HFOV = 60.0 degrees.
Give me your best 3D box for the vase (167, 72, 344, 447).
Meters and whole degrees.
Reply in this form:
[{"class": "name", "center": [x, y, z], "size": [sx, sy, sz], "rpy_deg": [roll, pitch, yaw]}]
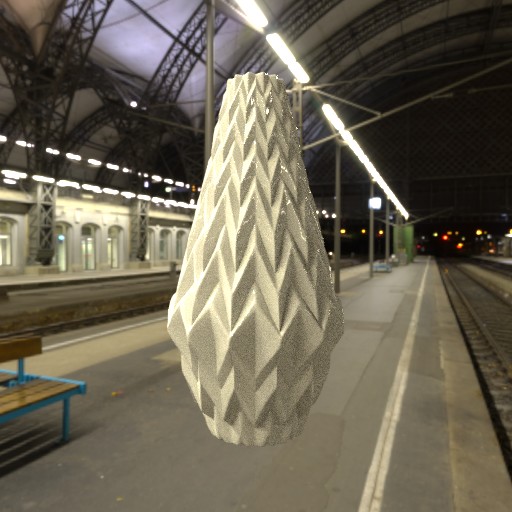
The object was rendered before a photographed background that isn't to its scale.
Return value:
[{"class": "vase", "center": [0.000, 0.000, 0.424], "size": [0.167, 0.328, 0.167], "rpy_deg": [0, 1, 0]}]
